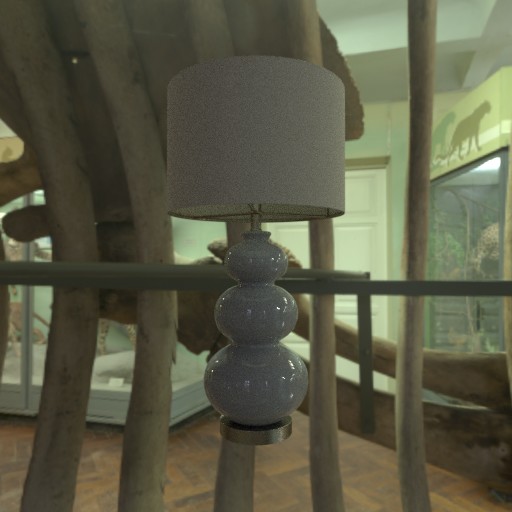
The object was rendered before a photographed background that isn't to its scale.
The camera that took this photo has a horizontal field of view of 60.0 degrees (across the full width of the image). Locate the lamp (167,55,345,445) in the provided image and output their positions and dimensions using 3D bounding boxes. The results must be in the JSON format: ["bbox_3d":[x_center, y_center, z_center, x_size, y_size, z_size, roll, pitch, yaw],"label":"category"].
[{"bbox_3d":[0.000,0.000,0.930,0.367,0.730,0.367,0,-1,16],"label":"lamp"}]
